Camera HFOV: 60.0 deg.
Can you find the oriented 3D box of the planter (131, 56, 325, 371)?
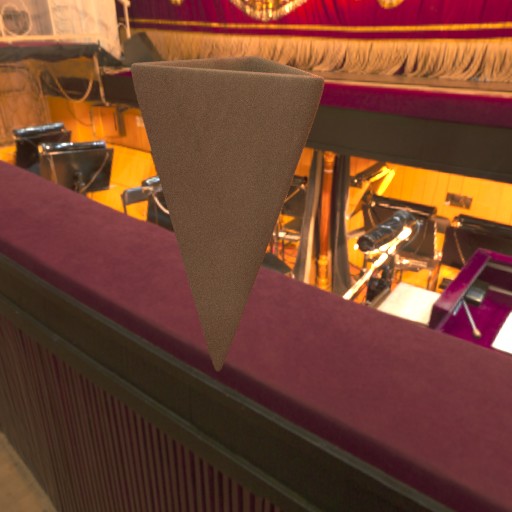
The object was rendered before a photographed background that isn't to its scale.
[{"bbox_3d":[0.000,0.000,0.279,0.081,0.224,0.101,19,32,32],"label":"planter"}]
